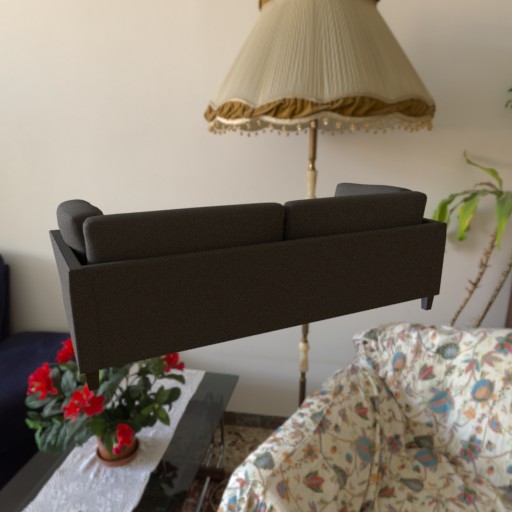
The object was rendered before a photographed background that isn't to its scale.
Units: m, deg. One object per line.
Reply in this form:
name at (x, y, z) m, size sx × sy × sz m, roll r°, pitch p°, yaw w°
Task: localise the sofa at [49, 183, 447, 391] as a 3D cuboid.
sofa at (0.000, 0.000, 2.802) m, size 2.312 × 0.792 × 0.969 m, roll -8°, pitch 17°, yaw -26°
